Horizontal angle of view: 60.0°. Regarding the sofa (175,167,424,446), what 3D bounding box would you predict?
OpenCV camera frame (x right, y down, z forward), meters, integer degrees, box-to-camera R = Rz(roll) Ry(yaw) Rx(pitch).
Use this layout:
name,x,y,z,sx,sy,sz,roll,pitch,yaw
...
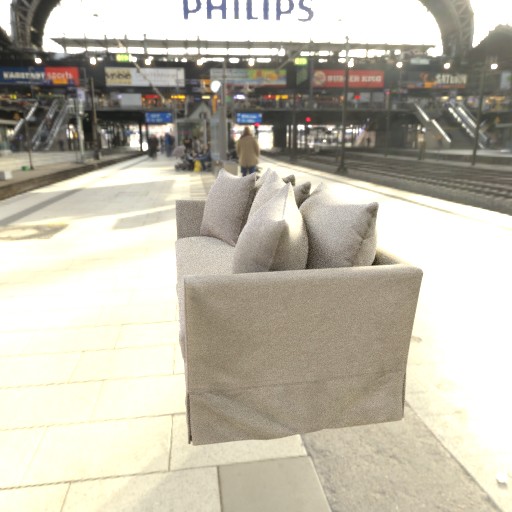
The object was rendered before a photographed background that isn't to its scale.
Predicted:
name,x,y,z,sx,sy,sz,roll,pitch,yaw
sofa,0.000,0.000,2.845,1.031,1.034,2.290,-3,15,-10
